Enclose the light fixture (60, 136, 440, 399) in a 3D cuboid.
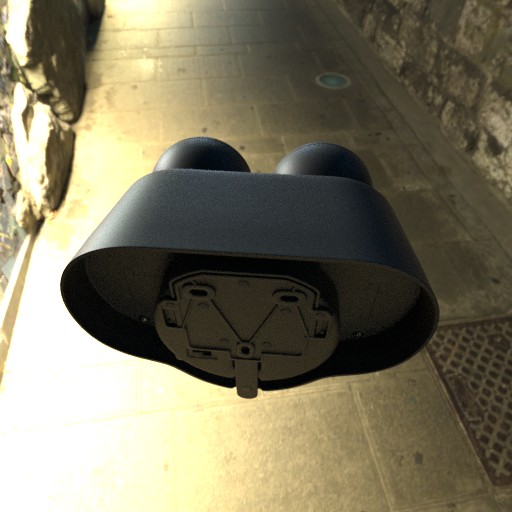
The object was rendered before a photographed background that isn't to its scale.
[{"bbox_3d":[0.000,0.000,0.341,0.229,0.159,0.159,4,46,3],"label":"light fixture"}]
